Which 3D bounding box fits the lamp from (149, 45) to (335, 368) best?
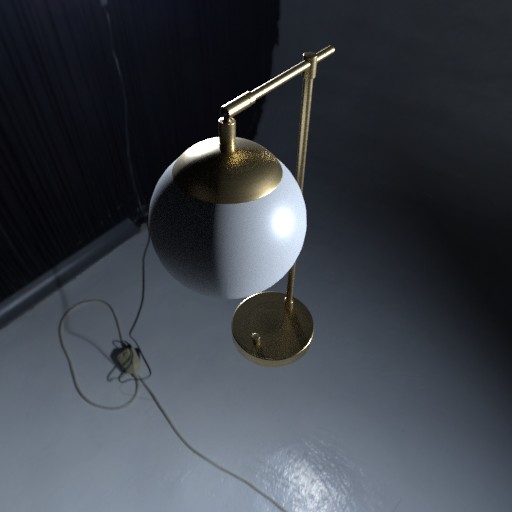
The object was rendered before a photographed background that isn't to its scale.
[{"bbox_3d":[0.000,0.000,0.704,0.207,0.559,0.324,30,54,25],"label":"lamp"}]
